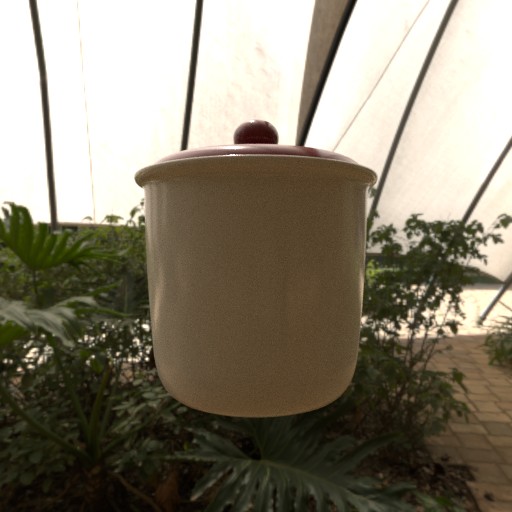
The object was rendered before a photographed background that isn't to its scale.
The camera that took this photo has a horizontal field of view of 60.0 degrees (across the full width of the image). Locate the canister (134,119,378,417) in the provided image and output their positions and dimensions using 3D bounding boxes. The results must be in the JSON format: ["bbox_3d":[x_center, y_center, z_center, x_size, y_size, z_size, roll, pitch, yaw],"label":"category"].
[{"bbox_3d":[0.000,0.000,0.343,0.182,0.208,0.182,0,1,0],"label":"canister"}]
